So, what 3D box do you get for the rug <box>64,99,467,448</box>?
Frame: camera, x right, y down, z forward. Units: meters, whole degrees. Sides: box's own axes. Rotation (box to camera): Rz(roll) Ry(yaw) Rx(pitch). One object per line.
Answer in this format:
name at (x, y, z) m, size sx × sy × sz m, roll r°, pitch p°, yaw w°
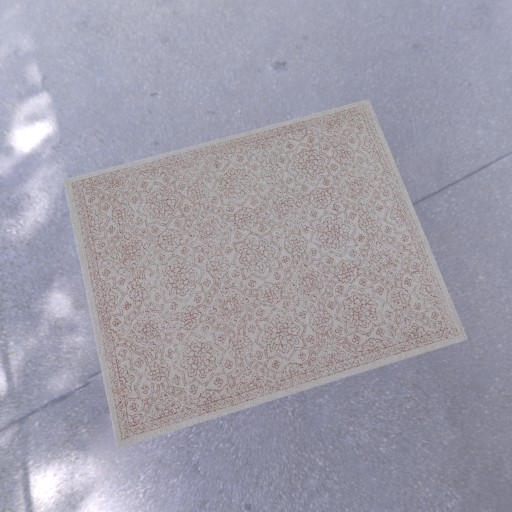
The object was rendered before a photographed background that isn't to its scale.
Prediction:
rug at (0.000, 0.000, 3.976) m, size 3.050 × 0.015 × 2.441 m, roll -16°, pitch 76°, yaw -4°
